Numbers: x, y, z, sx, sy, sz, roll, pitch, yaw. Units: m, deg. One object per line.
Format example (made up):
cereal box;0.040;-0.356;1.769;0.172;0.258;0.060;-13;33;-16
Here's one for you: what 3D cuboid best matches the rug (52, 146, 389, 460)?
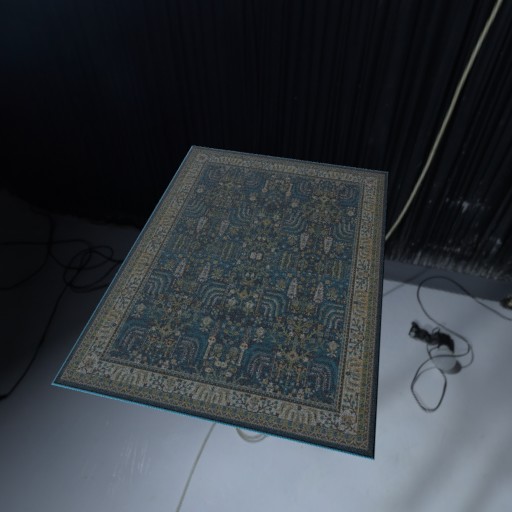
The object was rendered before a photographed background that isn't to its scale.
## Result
rug;0.000;0.000;3.938;2.226;0.015;3.044;10;48;9
